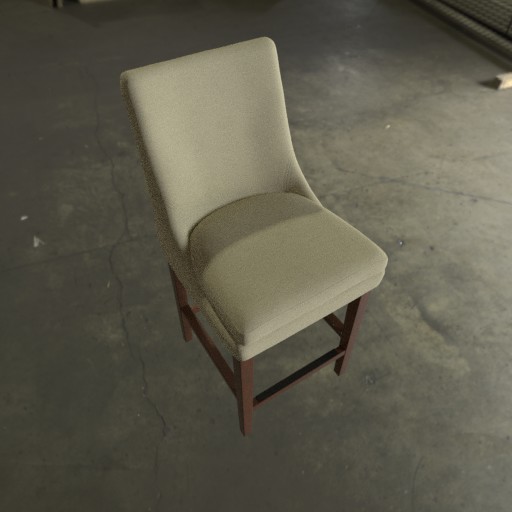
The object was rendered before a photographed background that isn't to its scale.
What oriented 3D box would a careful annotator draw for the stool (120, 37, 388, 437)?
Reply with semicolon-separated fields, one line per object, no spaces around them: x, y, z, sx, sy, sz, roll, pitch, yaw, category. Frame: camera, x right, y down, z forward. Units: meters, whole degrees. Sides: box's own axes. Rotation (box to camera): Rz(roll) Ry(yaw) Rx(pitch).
0.000;0.000;1.281;0.470;0.981;0.577;-25;51;-22;stool
